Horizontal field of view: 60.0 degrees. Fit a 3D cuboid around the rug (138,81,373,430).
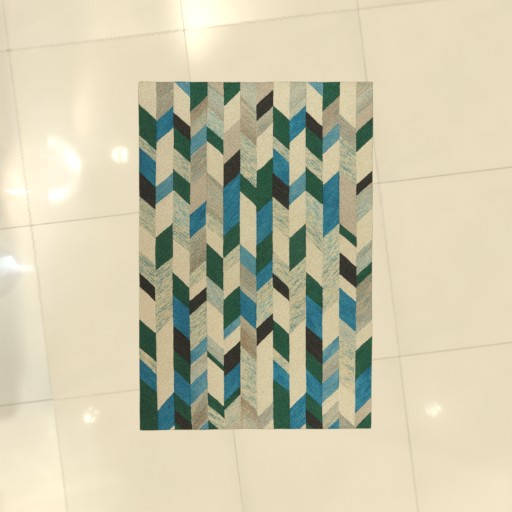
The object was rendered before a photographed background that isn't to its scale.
[{"bbox_3d":[0.000,0.000,2.322,1.229,0.005,1.827,0,90,-1],"label":"rug"}]
